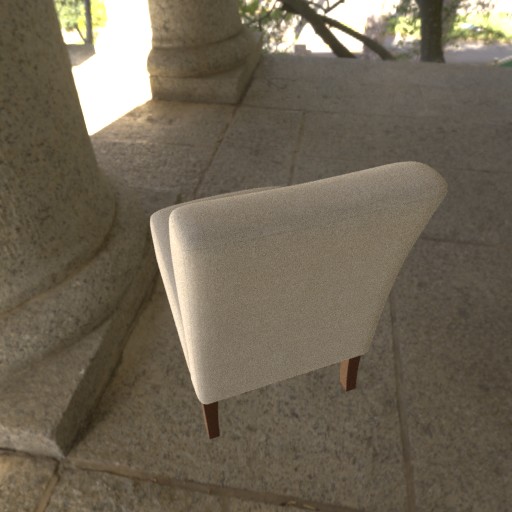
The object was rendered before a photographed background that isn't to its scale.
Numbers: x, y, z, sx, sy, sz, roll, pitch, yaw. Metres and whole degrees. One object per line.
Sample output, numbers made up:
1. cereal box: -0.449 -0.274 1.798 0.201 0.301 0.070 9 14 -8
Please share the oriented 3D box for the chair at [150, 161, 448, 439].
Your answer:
1. chair: 0.000 0.000 1.284 0.521 0.833 0.754 -13 43 -15
